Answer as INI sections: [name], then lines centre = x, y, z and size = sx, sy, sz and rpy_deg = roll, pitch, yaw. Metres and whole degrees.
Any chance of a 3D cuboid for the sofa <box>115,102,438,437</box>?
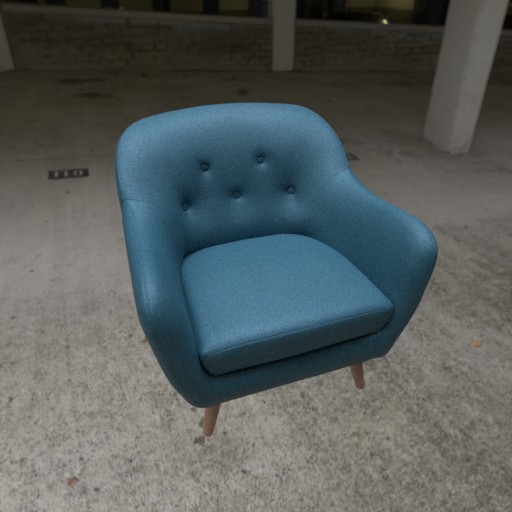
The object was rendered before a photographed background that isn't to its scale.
[sofa]
centre = 0.000, 0.000, 1.497
size = 0.836, 0.817, 0.825
rpy_deg = -11, 34, -17
